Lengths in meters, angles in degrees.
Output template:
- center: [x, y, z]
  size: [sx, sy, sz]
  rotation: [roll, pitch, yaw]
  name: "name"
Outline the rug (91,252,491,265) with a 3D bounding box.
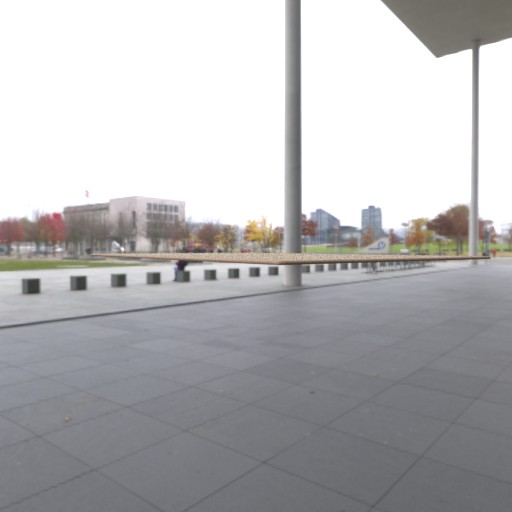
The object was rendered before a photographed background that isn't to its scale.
- center: [0.000, 0.000, 2.084]
  size: [1.061, 0.012, 1.668]
  rotation: [-1, 1, -36]
  name: "rug"
